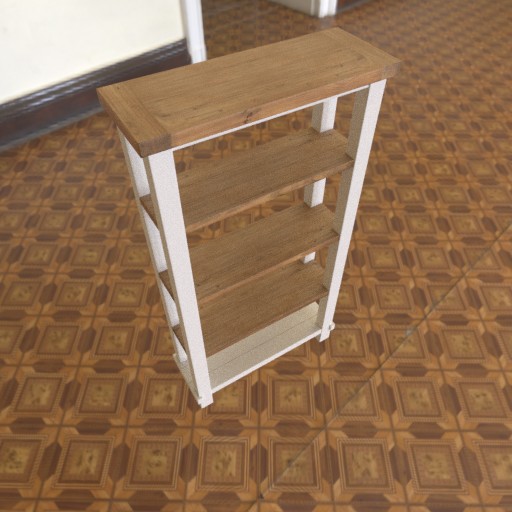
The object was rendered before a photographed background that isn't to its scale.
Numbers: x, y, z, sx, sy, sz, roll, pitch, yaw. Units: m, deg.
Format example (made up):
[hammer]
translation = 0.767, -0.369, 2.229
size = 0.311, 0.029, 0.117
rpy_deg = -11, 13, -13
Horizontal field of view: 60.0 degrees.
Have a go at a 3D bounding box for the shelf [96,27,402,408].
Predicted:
[shelf]
translation = 0.000, 0.000, 2.240
size = 1.022, 1.878, 0.381
rpy_deg = -24, 52, -21
